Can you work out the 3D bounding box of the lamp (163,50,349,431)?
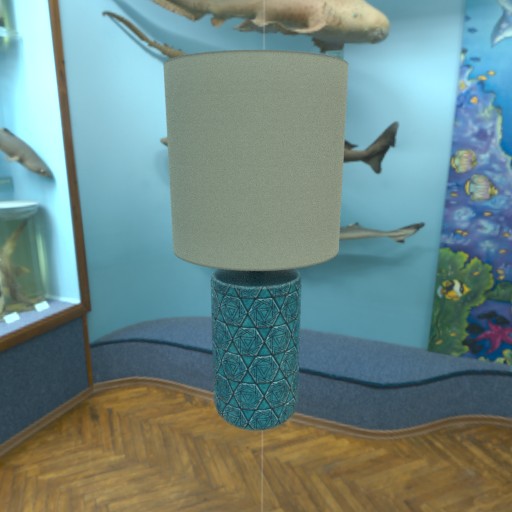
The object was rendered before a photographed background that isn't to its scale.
[{"bbox_3d":[0.000,0.000,0.755,0.278,0.597,0.278,7,16,25],"label":"lamp"}]
